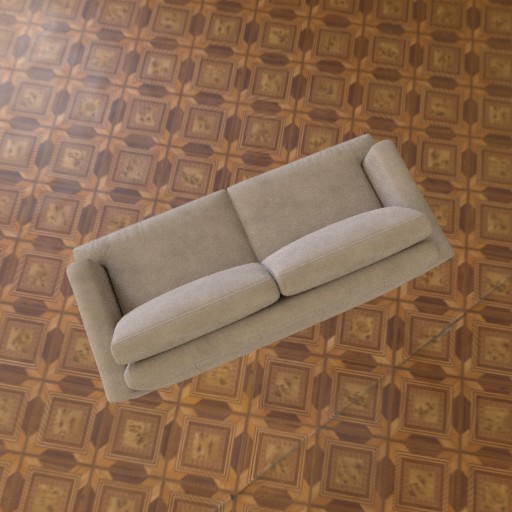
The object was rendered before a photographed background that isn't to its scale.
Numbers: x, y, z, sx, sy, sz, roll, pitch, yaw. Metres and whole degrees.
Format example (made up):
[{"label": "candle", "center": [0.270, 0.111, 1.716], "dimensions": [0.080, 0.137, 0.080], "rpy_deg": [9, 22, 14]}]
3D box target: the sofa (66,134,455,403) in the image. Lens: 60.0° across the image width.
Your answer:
[{"label": "sofa", "center": [0.000, 0.000, 2.580], "dimensions": [2.013, 0.830, 0.980], "rpy_deg": [-22, 76, -6]}]
